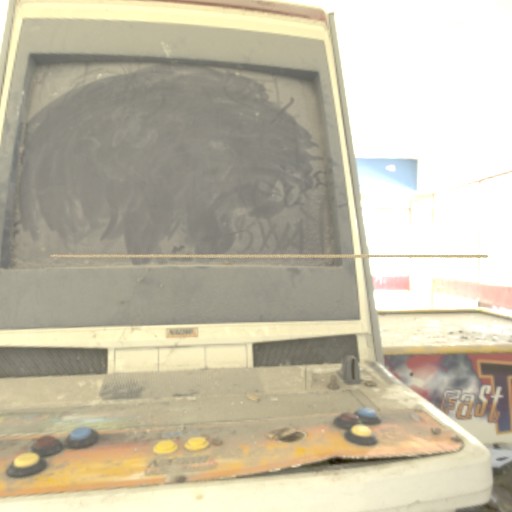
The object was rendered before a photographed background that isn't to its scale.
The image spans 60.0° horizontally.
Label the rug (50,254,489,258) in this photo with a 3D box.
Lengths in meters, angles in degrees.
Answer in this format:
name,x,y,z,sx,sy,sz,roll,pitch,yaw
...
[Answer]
name,x,y,z,sx,sy,sz,roll,pitch,yaw
rug,0.000,0.000,2.533,2.276,0.014,0.678,0,0,17
